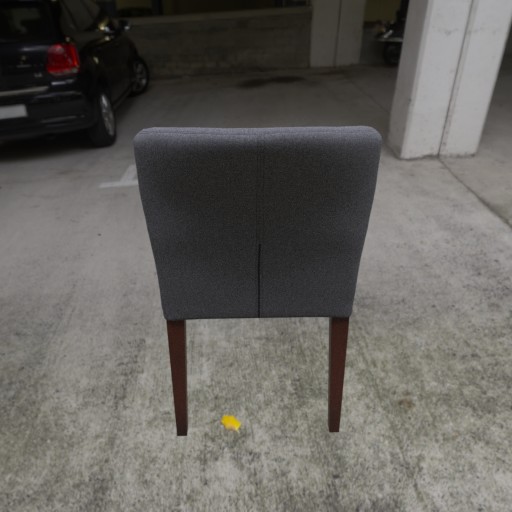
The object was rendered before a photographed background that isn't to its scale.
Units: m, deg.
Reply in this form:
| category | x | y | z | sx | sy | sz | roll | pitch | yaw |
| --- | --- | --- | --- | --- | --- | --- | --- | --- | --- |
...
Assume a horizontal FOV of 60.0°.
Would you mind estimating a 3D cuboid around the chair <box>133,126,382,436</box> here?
| category | x | y | z | sx | sy | sz | roll | pitch | yaw |
| --- | --- | --- | --- | --- | --- | --- | --- | --- | --- |
| chair | 0.000 | 0.000 | 1.197 | 0.491 | 0.839 | 0.592 | -1 | 32 | -1 |
